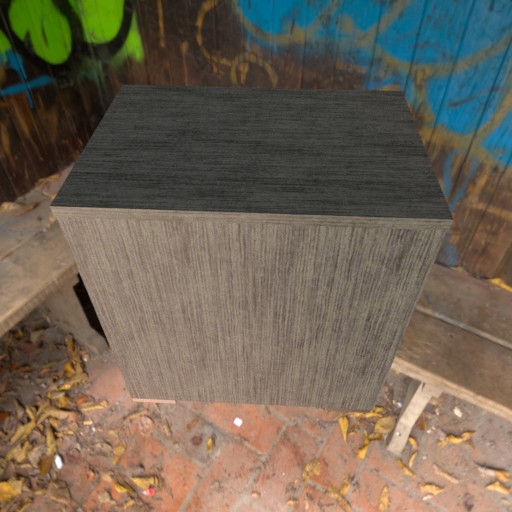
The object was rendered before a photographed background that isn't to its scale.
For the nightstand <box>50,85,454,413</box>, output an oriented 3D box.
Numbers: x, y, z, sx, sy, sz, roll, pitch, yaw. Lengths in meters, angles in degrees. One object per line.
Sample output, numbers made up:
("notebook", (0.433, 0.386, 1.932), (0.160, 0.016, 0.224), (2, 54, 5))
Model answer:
("nightstand", (0.000, 0.000, 0.761), (0.441, 0.460, 0.325), (2, 45, 2))
